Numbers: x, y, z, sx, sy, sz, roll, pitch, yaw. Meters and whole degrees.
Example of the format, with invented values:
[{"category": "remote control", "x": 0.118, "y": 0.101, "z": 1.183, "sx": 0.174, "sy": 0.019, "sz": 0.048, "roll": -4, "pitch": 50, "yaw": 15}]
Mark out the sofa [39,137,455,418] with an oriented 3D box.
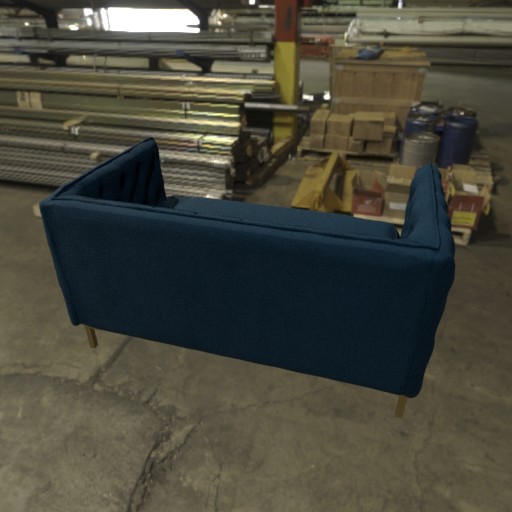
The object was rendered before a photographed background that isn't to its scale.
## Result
[{"category": "sofa", "x": 0.000, "y": 0.000, "z": 2.108, "sx": 1.583, "sy": 0.810, "sz": 0.909, "roll": 9, "pitch": 32, "yaw": 14}]
